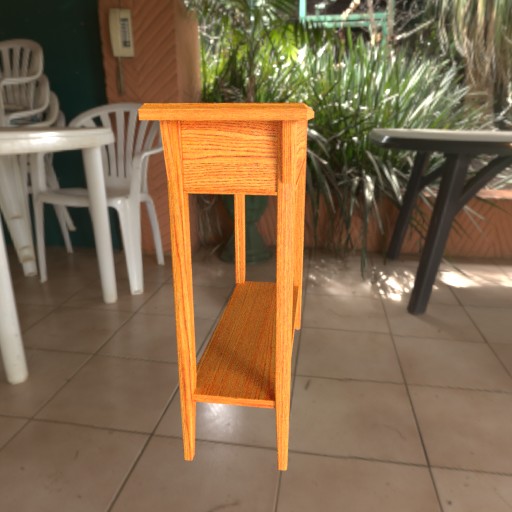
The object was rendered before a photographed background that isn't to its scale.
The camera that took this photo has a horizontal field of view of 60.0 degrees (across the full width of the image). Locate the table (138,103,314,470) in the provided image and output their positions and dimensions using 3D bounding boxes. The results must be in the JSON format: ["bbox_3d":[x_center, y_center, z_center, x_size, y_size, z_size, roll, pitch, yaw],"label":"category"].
[{"bbox_3d":[0.000,0.000,1.118,0.254,0.711,0.762,2,18,7],"label":"table"}]
